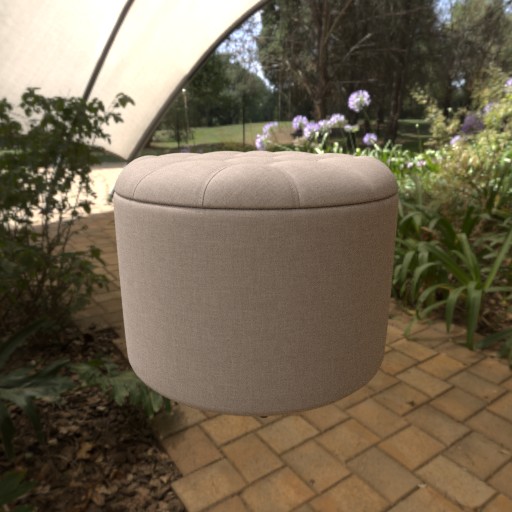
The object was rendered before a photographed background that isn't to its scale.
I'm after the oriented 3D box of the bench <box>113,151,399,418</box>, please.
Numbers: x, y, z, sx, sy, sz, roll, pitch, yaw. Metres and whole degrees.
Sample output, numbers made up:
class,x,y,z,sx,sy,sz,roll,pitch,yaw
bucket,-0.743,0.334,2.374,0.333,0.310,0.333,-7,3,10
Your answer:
class,x,y,z,sx,sy,sz,roll,pitch,yaw
bench,0.000,0.000,1.012,0.600,0.453,0.600,0,16,0
